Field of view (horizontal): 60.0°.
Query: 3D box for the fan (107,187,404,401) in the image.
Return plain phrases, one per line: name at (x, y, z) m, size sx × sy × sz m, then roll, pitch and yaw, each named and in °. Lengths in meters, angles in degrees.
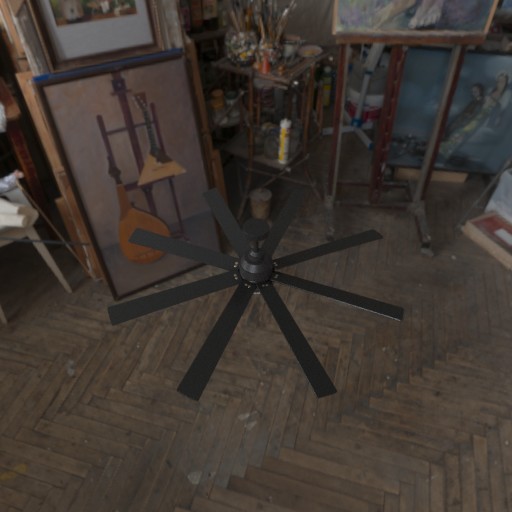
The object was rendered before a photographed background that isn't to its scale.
fan at (0.000, 0.000, 2.699) m, size 1.830 × 0.472 × 1.830 m, roll 16°, pitch 47°, yaw 15°
